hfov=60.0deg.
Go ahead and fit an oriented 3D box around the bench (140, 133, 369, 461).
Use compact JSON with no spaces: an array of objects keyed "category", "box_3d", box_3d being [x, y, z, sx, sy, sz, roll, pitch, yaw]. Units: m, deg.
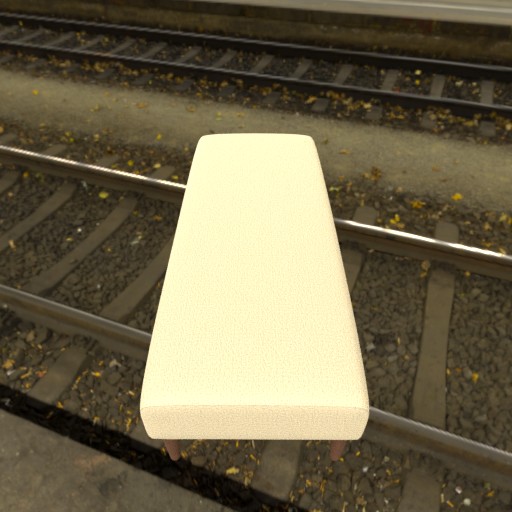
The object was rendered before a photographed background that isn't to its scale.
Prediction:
[{"category":"bench","box_3d":[0.000,0.000,1.867,0.646,0.393,1.609,0,40,0]}]
